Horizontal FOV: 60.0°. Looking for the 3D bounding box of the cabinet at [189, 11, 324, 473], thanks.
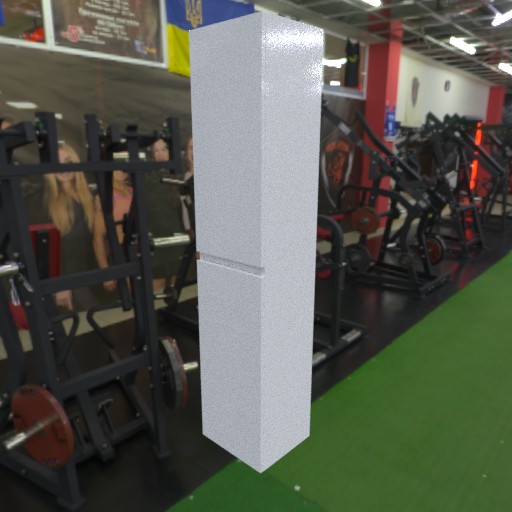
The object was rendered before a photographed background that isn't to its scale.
[{"bbox_3d":[0.000,0.000,1.503,0.300,1.400,0.270,13,20,42],"label":"cabinet"}]
